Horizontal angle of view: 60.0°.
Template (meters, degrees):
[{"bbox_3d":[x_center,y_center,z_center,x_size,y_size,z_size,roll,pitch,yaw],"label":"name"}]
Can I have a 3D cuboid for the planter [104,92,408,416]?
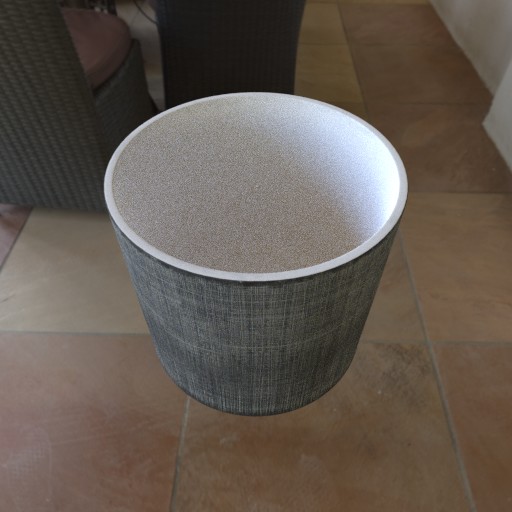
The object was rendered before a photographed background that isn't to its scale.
[{"bbox_3d":[0.000,0.000,0.404,0.221,0.201,0.221,0,48,0],"label":"planter"}]
